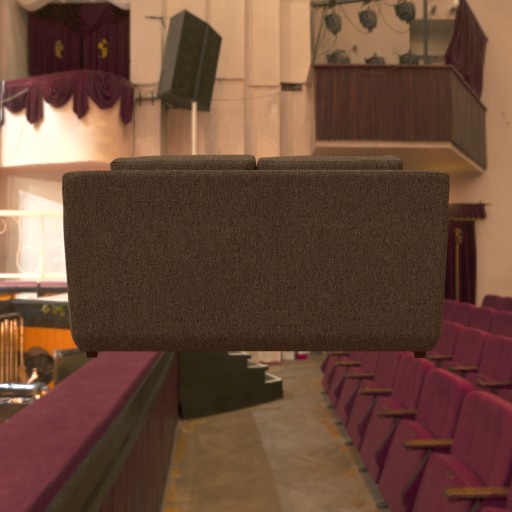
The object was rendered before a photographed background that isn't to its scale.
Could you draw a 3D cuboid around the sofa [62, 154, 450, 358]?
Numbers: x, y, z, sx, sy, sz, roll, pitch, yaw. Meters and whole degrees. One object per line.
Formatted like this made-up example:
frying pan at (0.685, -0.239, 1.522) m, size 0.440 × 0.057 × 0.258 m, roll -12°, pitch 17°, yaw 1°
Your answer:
sofa at (0.000, 0.000, 2.496) m, size 1.778 × 0.991 × 1.120 m, roll 0°, pitch -1°, yaw 0°
